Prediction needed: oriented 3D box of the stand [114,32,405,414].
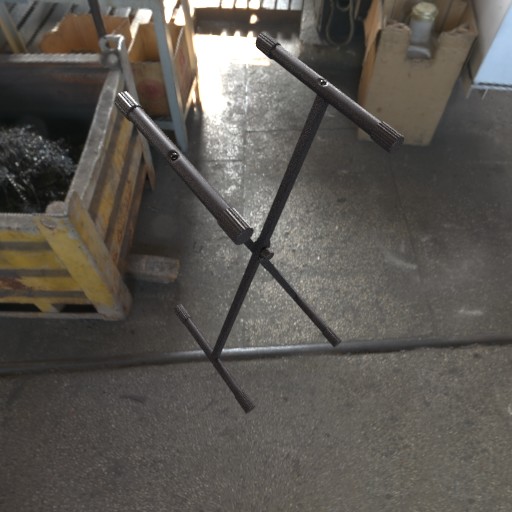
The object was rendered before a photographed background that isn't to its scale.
[{"bbox_3d":[0.000,0.000,1.187,0.409,0.940,0.449,-32,63,-19],"label":"stand"}]
